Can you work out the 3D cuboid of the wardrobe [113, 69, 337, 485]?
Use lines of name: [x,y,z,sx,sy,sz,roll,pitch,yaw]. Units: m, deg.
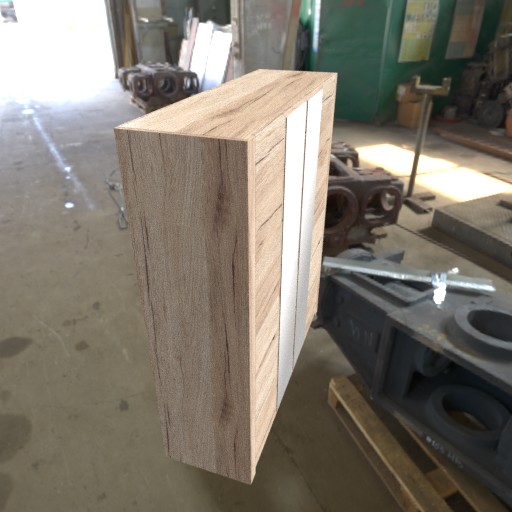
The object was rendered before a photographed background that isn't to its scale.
wardrobe: [0.000,0.000,2.951,0.580,2.070,1.810,10,32,17]
